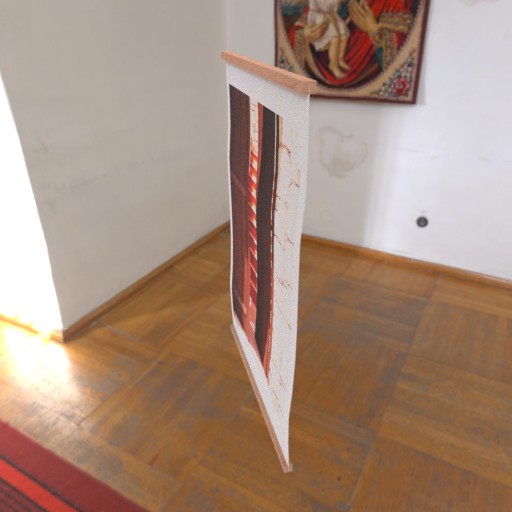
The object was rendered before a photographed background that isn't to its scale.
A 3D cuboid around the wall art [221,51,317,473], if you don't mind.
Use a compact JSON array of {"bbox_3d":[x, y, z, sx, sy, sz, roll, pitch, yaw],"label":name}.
[{"bbox_3d":[0.000,0.000,0.632,0.012,0.508,0.332,-8,30,-14],"label":"wall art"}]
